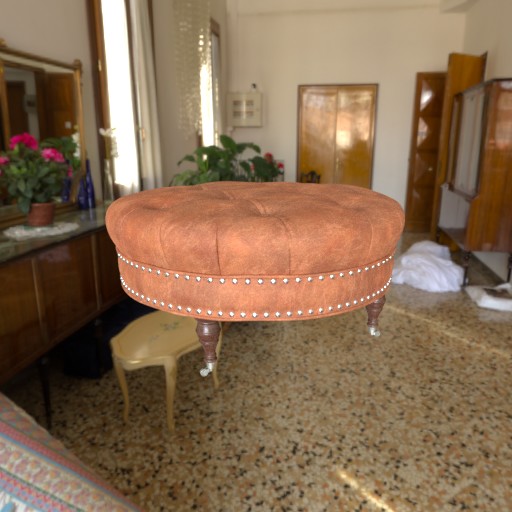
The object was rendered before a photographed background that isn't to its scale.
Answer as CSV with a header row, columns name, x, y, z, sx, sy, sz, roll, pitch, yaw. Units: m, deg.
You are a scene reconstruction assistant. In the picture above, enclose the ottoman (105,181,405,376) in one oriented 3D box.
name,x,y,z,sx,sy,sz,roll,pitch,yaw
ottoman,0.000,0.000,1.433,0.901,0.444,0.901,0,15,0
